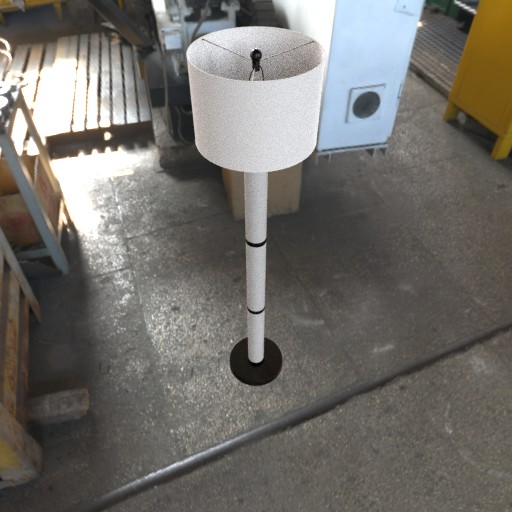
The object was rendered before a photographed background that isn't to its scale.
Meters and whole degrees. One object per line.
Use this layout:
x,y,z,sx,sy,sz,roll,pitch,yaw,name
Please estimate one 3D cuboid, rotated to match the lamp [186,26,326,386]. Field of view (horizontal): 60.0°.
0.000,0.000,1.766,0.377,1.599,0.377,25,51,22,lamp
